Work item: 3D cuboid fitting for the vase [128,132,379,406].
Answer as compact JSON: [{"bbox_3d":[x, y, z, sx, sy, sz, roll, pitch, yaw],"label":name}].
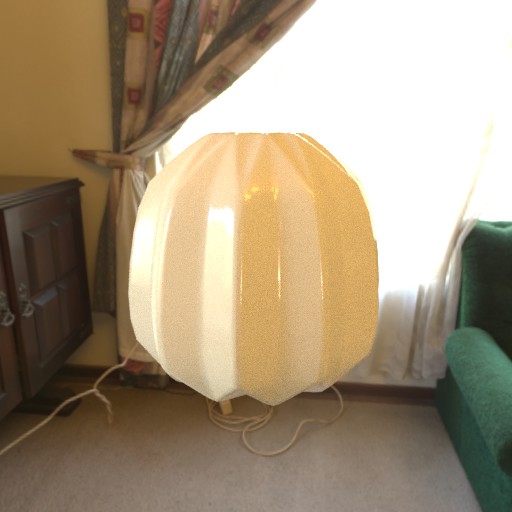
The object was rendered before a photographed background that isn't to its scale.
[{"bbox_3d":[0.000,0.000,0.249,0.139,0.134,0.139,0,16,0],"label":"vase"}]
